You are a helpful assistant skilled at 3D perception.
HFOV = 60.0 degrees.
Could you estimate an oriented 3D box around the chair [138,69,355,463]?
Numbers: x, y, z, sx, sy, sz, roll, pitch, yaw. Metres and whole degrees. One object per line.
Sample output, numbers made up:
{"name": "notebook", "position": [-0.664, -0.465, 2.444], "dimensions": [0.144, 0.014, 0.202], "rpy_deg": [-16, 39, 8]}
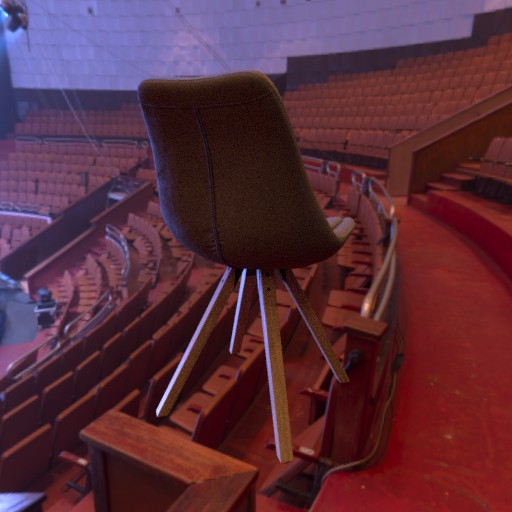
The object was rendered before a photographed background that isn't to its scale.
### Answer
{"name": "chair", "position": [0.000, 0.000, 1.203], "dimensions": [0.483, 0.865, 0.547], "rpy_deg": [8, 17, 27]}
